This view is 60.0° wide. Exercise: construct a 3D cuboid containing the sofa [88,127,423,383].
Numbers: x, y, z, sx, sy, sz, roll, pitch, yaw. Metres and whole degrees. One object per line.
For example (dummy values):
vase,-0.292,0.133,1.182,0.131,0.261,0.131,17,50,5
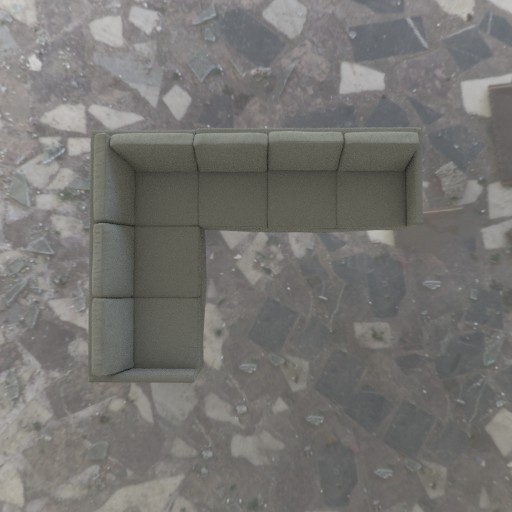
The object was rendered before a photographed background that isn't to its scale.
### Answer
sofa,0.000,0.000,4.442,3.182,0.871,2.432,0,89,1
